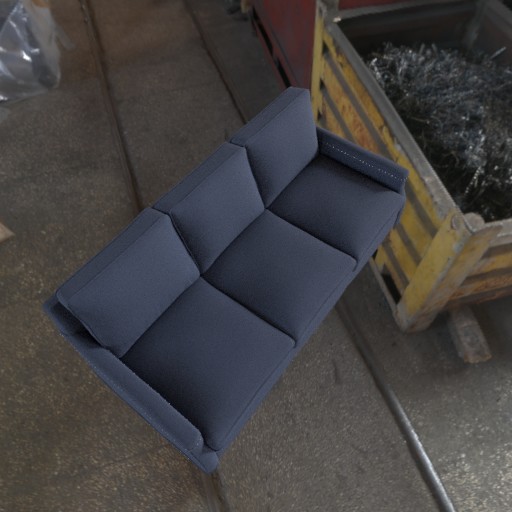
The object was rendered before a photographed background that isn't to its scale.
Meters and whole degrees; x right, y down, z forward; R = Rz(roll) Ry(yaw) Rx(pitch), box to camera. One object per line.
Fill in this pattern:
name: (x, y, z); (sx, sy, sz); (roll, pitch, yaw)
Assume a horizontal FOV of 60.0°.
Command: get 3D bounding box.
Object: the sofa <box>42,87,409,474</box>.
sofa: (0.000, 0.000, 2.792); (1.084, 1.003, 2.246); (33, 63, 20)
